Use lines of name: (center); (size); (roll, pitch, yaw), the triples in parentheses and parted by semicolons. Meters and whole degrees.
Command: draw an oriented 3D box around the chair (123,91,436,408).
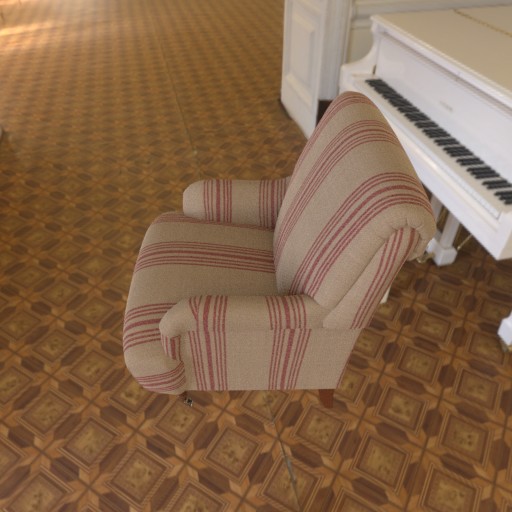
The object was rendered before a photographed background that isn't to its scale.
chair: (0.000, 0.000, 1.865); (1.058, 1.123, 0.933); (-1, 42, -1)
